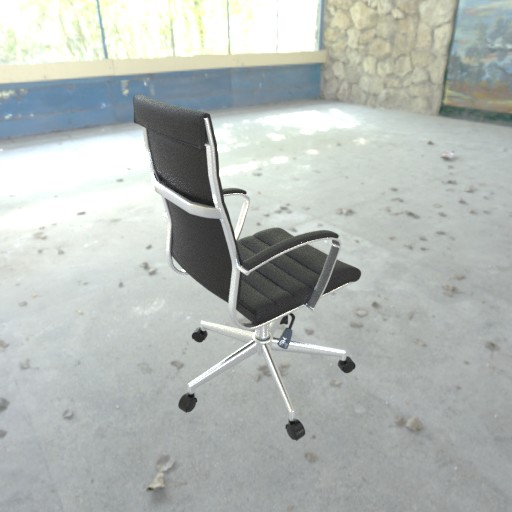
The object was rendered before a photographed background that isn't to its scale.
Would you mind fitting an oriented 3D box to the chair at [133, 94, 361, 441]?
[{"bbox_3d":[0.000,0.000,1.660,0.739,1.149,0.766,-18,32,-31],"label":"chair"}]
